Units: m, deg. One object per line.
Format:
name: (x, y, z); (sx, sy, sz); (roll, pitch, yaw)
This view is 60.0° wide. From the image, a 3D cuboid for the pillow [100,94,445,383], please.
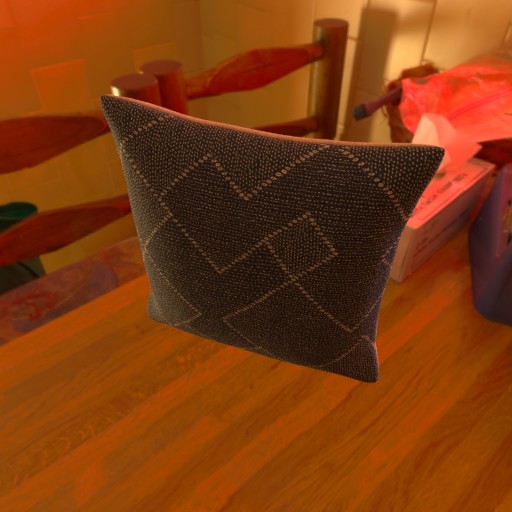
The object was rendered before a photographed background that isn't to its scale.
pillow: (0.000, 0.000, 0.662); (0.435, 0.428, 0.148); (13, 43, 15)
